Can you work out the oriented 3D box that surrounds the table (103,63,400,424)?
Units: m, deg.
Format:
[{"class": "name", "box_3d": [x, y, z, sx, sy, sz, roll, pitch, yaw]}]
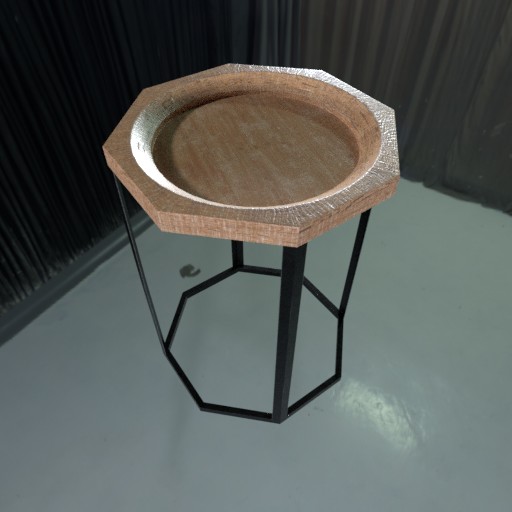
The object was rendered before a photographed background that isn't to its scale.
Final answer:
[{"class": "table", "box_3d": [0.000, 0.000, 0.850, 0.437, 0.553, 0.437, 25, 52, 21]}]
